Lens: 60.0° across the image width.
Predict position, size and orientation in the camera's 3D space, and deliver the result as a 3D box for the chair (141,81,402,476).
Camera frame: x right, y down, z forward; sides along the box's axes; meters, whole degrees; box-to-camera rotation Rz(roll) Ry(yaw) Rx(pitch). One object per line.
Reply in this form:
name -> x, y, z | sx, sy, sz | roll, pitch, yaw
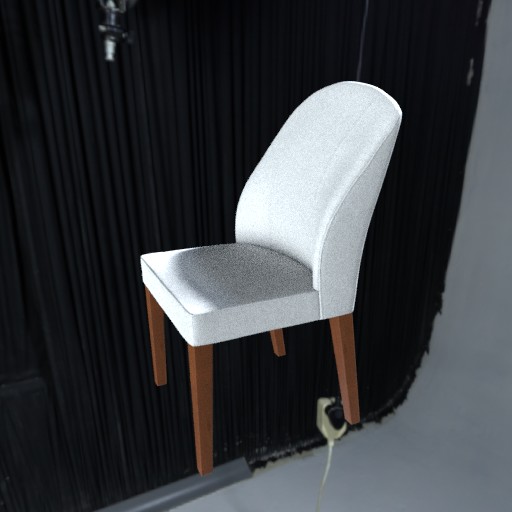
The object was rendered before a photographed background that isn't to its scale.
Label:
chair -> 0.000, 0.000, 1.191 | 0.540, 0.893, 0.472 | -8, 19, -25
